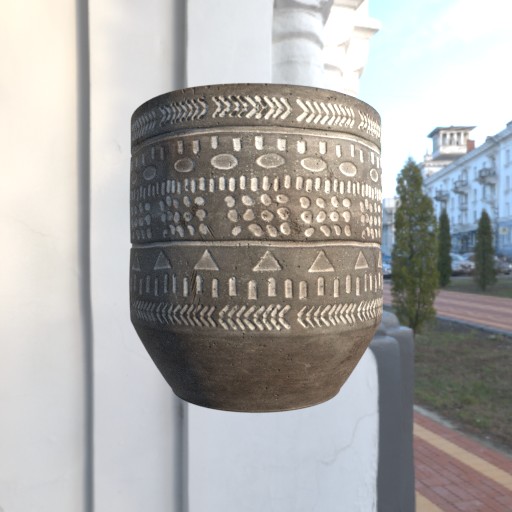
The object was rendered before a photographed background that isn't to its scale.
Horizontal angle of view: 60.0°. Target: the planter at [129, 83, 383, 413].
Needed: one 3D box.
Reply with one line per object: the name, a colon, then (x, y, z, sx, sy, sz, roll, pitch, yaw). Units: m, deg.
planter: (0.000, 0.000, 0.221, 0.122, 0.128, 0.122, 0, 0, 0)
